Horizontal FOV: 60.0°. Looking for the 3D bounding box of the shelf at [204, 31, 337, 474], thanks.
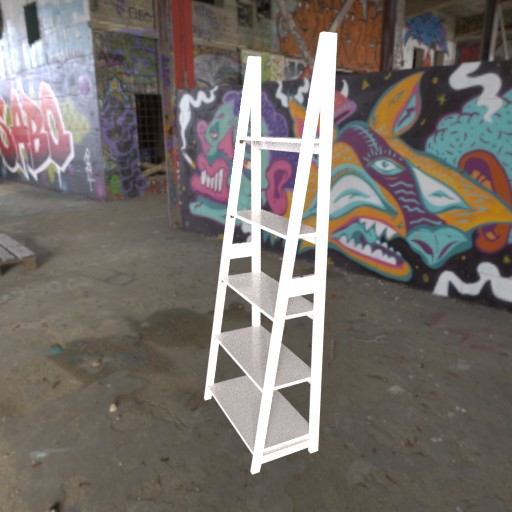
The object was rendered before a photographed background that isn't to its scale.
[{"bbox_3d":[0.000,0.000,2.033,0.341,1.779,0.636,-8,18,-25],"label":"shelf"}]
